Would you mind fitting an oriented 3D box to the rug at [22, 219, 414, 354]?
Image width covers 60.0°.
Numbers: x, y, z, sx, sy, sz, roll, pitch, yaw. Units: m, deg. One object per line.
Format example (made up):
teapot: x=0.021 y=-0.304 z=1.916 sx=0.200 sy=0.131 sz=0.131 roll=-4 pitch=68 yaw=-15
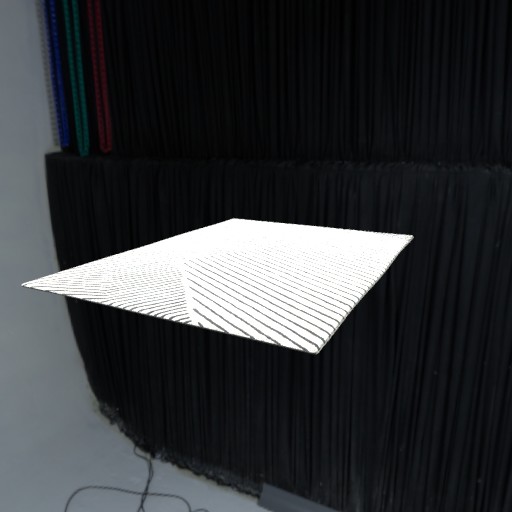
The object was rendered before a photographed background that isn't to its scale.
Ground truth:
rug: x=0.000 y=0.000 z=3.223 sx=1.829 sy=0.028 sz=2.449 roll=8 pitch=17 yaw=27
